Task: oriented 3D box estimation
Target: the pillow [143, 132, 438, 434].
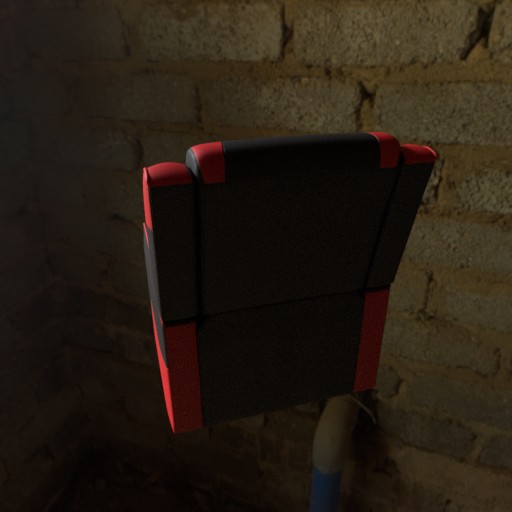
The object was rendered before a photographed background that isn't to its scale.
[{"bbox_3d":[0.000,0.000,1.301,0.620,0.805,0.672,-8,28,-15],"label":"pillow"}]
